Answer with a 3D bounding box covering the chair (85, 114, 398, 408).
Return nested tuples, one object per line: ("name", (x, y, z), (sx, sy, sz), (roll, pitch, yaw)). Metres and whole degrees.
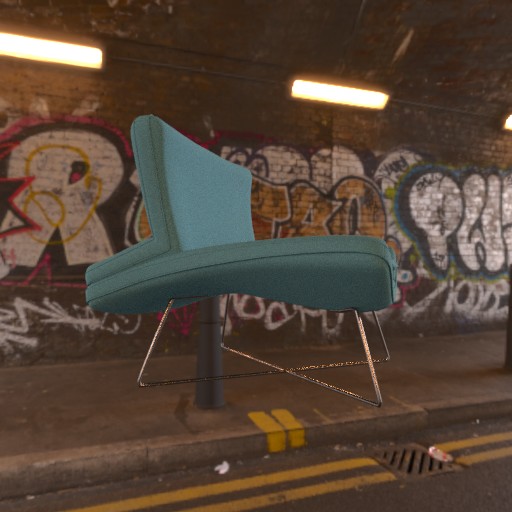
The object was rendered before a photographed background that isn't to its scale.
("chair", (0.000, 0.000, 1.659), (1.008, 0.855, 0.859), (0, 0, 19))
